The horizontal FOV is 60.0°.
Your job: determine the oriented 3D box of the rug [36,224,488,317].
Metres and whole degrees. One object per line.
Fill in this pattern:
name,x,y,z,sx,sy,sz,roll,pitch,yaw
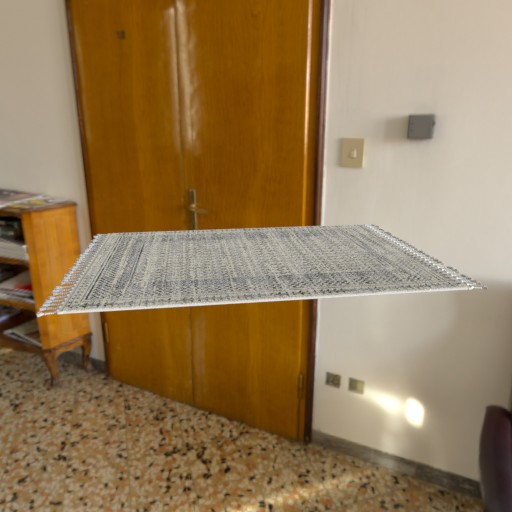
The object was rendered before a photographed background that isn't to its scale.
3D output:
rug,0.000,0.000,2.354,1.872,0.013,1.243,-3,17,-8
